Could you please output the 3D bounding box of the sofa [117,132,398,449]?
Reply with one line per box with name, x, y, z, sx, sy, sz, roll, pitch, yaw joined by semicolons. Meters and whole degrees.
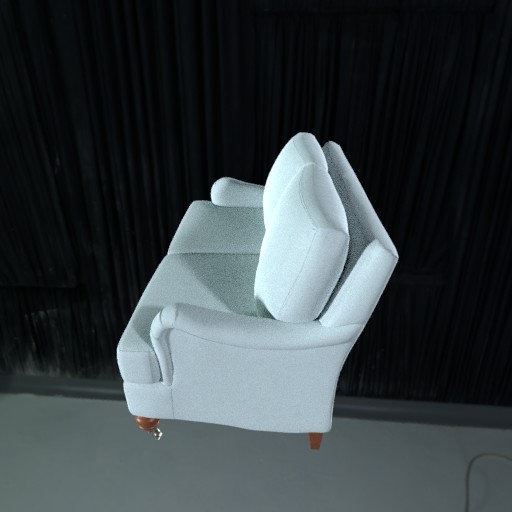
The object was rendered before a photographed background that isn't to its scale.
sofa;0.000;0.000;2.544;1.084;1.101;1.853;1;27;2
